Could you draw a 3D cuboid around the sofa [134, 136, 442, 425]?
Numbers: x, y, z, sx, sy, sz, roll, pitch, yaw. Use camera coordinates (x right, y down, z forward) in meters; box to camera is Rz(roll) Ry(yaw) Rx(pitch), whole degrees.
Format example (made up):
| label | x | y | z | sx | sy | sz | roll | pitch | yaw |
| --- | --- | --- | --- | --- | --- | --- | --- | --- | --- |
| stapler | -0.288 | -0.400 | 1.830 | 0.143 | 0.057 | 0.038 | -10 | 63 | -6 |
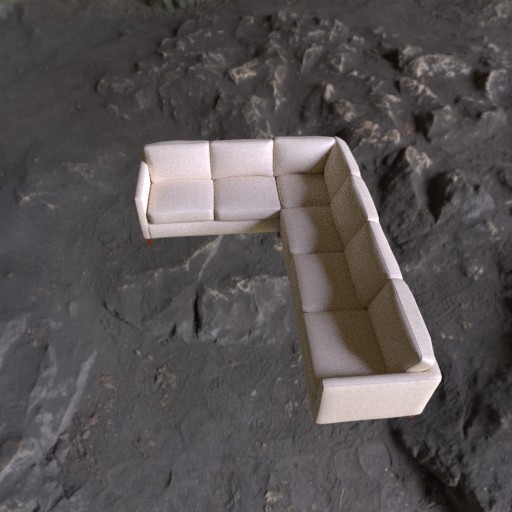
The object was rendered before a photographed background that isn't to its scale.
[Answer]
| label | x | y | z | sx | sy | sz | roll | pitch | yaw |
| --- | --- | --- | --- | --- | --- | --- | --- | --- | --- |
| sofa | 0.000 | 0.000 | 4.515 | 2.593 | 0.947 | 3.302 | -3 | 46 | -3 |
